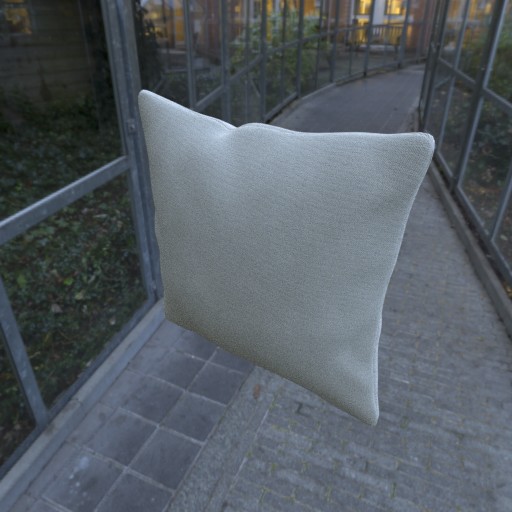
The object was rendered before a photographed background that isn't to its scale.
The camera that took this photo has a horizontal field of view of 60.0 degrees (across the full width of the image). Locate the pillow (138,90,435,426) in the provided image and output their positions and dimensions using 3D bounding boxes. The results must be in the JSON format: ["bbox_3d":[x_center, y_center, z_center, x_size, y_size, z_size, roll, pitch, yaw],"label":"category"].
[{"bbox_3d":[0.000,0.000,0.648,0.437,0.420,0.162,20,35,31],"label":"pillow"}]
